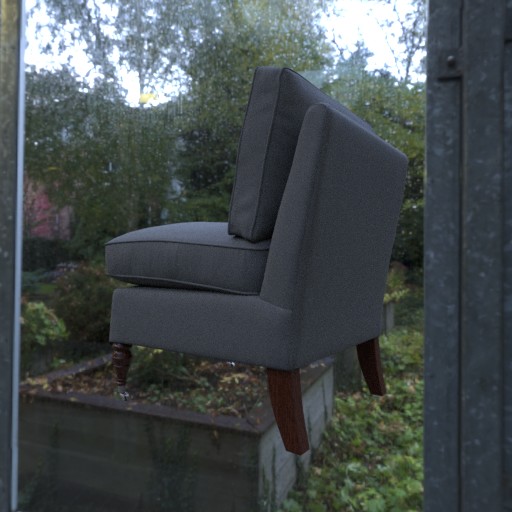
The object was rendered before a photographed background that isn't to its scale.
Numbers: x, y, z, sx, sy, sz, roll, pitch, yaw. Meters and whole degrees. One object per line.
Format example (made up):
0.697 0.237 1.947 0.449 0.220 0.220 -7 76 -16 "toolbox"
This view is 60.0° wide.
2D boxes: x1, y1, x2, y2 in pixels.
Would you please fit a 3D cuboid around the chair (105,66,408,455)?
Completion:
0.000 0.000 1.639 0.924 1.045 0.724 0 -1 35 "chair"
